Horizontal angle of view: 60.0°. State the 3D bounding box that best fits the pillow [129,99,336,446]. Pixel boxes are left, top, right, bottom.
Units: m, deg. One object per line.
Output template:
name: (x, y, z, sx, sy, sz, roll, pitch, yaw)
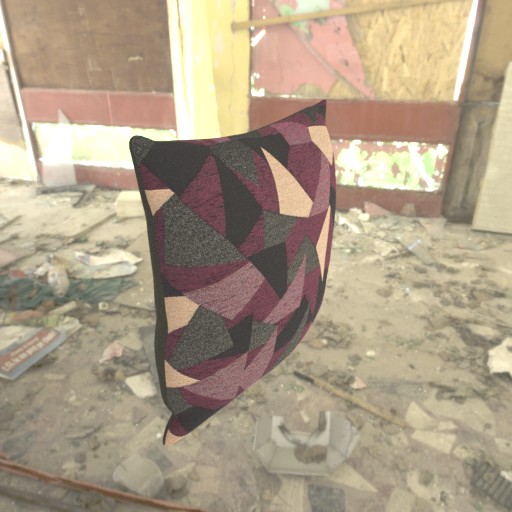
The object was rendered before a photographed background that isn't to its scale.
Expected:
pillow: (0.000, 0.000, 0.791, 0.208, 0.496, 0.503, 17, 31, 31)
